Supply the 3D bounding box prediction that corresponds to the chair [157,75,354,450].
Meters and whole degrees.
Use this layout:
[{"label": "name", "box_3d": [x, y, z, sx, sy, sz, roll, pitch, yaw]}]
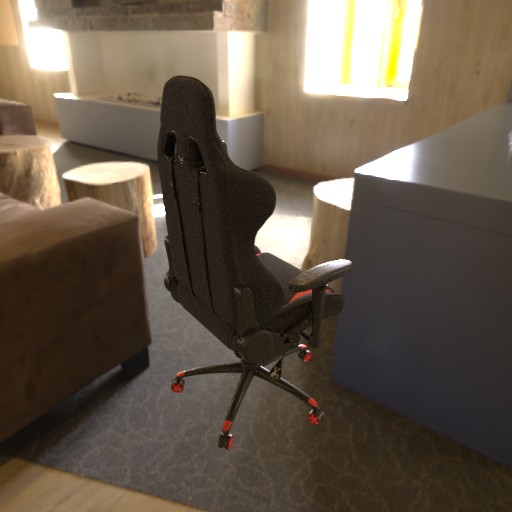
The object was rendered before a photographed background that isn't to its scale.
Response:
[{"label": "chair", "box_3d": [0.000, 0.000, 1.724, 0.658, 1.326, 0.695, -19, 32, -33]}]
